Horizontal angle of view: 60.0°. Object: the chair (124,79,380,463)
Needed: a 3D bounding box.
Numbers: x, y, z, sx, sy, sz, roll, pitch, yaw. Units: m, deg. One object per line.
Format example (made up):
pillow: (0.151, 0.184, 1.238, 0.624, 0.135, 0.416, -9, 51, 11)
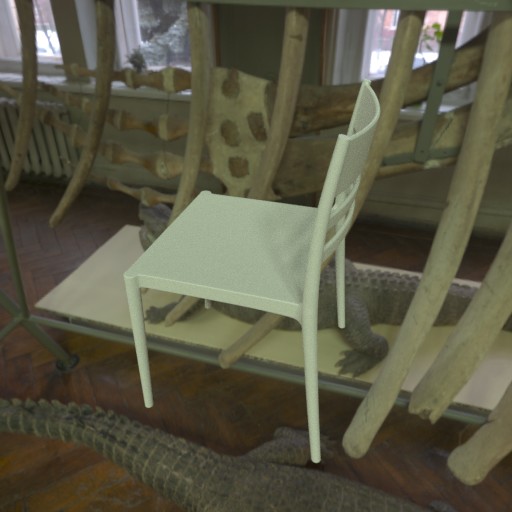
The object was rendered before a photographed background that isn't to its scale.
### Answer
chair: (0.000, 0.000, 1.140, 0.511, 0.800, 0.531, 9, 34, 14)
